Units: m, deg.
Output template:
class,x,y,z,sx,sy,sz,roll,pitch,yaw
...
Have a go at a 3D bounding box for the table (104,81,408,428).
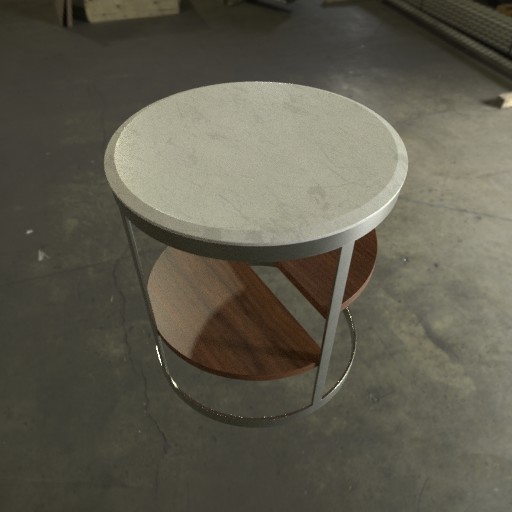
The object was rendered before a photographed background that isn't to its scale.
class,x,y,z,sx,sy,sz,roll,pitch,yaw
table,0.000,0.000,0.763,0.407,0.447,0.407,0,44,0
